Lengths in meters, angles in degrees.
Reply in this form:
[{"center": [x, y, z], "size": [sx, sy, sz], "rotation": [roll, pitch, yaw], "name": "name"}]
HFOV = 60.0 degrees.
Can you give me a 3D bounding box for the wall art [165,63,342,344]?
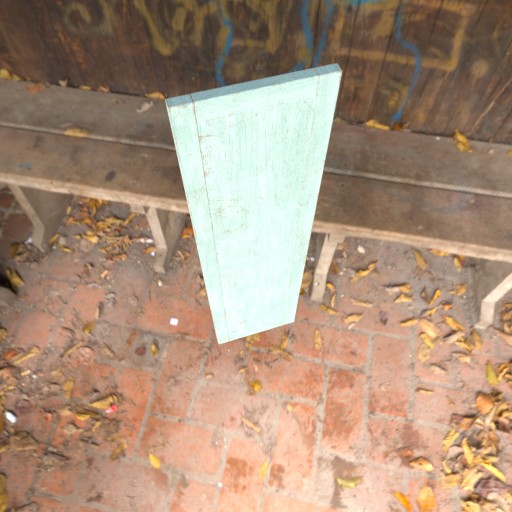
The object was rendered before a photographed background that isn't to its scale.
[{"center": [0.000, 0.000, 1.326], "size": [0.329, 1.219, 0.025], "rotation": [-15, 61, -9], "name": "wall art"}]
